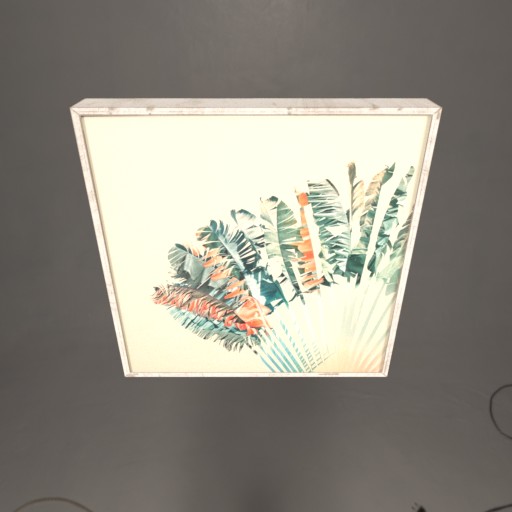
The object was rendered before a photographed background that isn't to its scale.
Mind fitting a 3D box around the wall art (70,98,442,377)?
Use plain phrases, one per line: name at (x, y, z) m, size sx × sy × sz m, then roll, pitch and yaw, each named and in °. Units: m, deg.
wall art at (0.000, 0.000, 0.455) m, size 0.305 × 0.303 × 0.038 m, roll 0°, pitch 30°, yaw 0°
